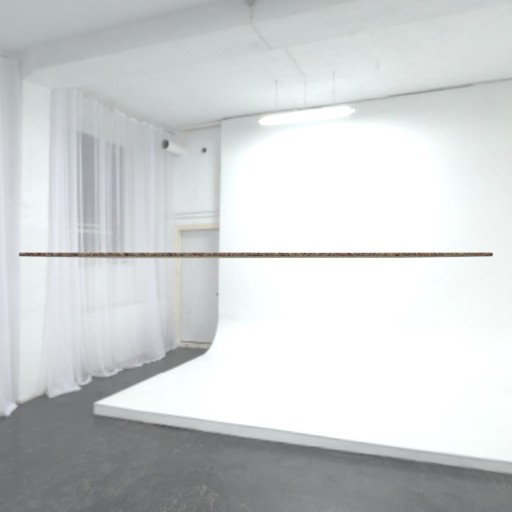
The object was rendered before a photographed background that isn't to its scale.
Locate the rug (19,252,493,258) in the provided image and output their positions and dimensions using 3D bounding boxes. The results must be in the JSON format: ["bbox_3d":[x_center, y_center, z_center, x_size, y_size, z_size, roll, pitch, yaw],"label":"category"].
[{"bbox_3d":[0.000,0.000,2.892,2.285,0.019,1.523,0,-1,0],"label":"rug"}]
